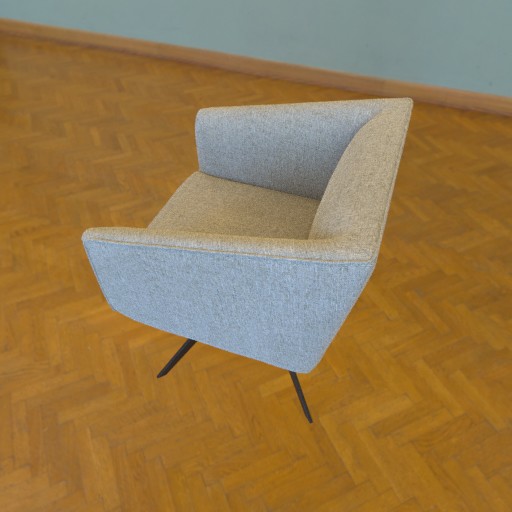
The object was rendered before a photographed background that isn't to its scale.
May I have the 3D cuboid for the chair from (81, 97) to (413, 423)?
[{"bbox_3d":[0.000,0.000,1.243,0.623,0.760,0.628,14,47,14],"label":"chair"}]
